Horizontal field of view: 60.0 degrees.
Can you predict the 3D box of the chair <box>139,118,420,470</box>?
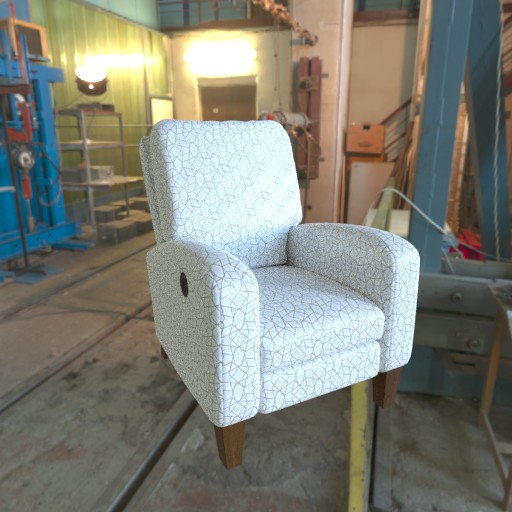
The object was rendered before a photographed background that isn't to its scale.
[{"bbox_3d":[0.000,0.000,1.788,0.796,1.064,0.995,-9,18,-27],"label":"chair"}]
